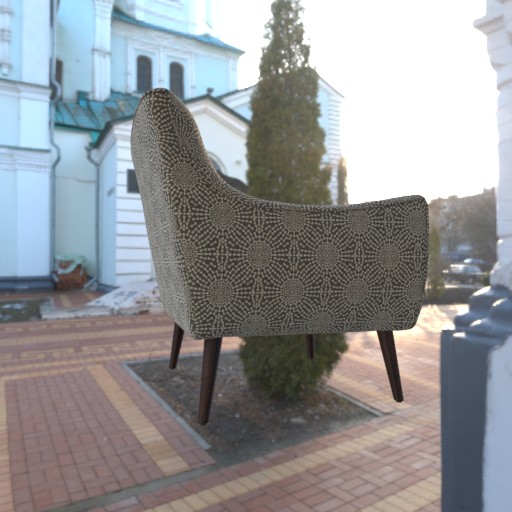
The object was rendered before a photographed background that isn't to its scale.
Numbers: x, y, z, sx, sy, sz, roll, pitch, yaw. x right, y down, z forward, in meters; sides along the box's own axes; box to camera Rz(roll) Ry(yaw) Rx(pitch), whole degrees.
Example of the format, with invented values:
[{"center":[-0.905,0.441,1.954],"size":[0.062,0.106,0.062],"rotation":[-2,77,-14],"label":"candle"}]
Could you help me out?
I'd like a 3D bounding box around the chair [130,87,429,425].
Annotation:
[{"center":[0.000,0.000,1.451],"size":[0.787,0.838,0.762],"rotation":[0,-1,-18],"label":"chair"}]
